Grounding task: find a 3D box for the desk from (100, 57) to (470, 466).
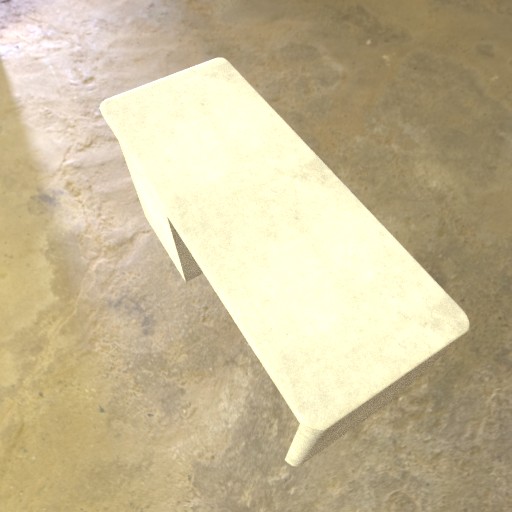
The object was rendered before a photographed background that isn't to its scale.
[{"bbox_3d":[0.000,0.000,1.762,0.550,0.755,1.400,-28,63,-16],"label":"desk"}]
